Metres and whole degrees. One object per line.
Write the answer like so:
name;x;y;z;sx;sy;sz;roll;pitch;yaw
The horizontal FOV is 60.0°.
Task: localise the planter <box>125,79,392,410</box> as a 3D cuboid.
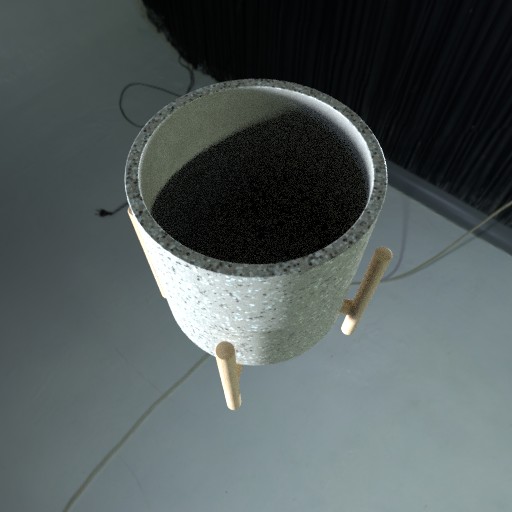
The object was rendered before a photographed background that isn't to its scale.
planter;0.000;0.000;0.696;0.360;0.419;0.360;31;64;17
